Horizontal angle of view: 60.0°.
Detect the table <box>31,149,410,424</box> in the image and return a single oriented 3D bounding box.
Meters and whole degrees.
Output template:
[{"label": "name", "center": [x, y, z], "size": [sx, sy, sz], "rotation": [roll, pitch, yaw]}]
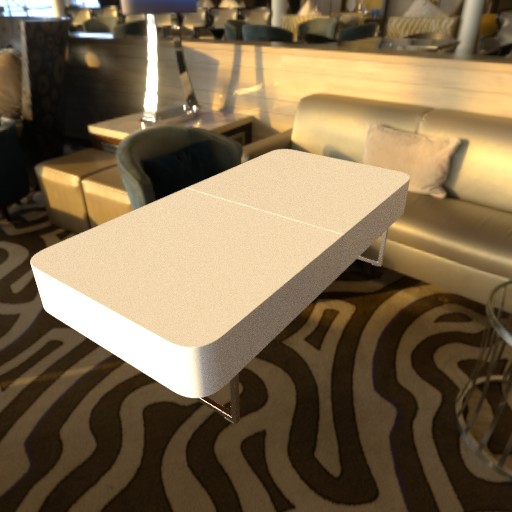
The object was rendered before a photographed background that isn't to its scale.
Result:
[{"label": "table", "center": [0.000, 0.000, 1.468], "size": [0.600, 0.340, 1.200], "rotation": [20, 36, 30]}]
